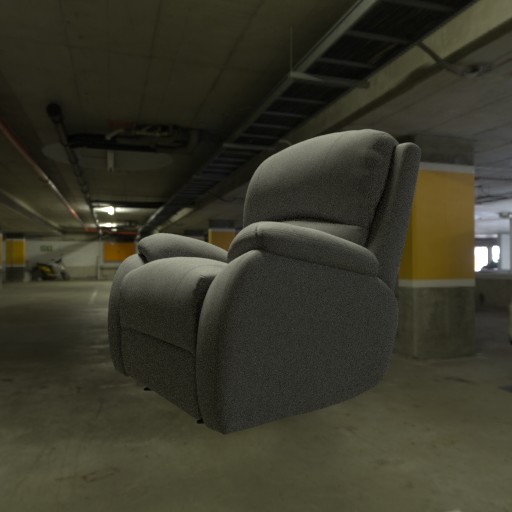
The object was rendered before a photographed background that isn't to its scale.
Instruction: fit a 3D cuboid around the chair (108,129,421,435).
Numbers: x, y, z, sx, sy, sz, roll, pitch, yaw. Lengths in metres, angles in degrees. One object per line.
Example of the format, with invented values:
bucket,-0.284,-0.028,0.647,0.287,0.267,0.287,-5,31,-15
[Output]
chair,0.000,0.000,1.716,0.899,1.011,0.930,0,-1,-36
